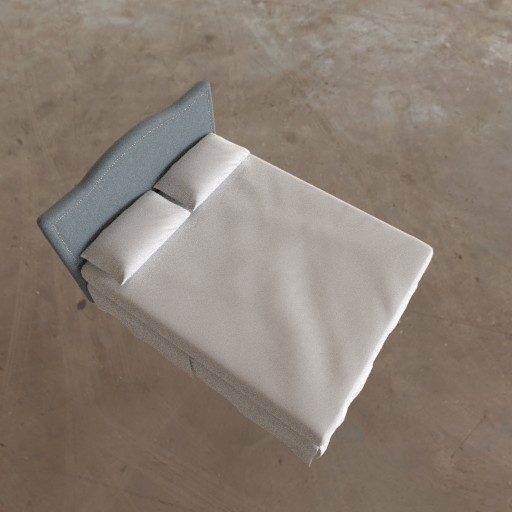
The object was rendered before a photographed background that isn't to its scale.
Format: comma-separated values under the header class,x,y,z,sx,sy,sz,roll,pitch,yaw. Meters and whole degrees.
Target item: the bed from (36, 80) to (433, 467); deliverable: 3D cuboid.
class,x,y,z,sx,sy,sz,roll,pitch,yaw
bed,0.000,0.000,3.924,2.689,1.457,2.161,31,63,17
